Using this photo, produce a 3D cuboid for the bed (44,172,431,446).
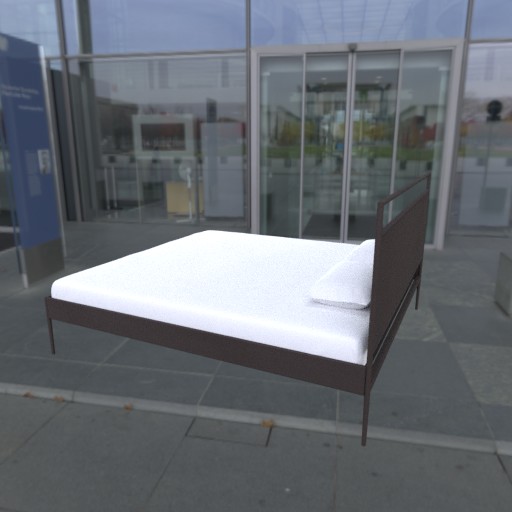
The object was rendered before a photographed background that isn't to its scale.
[{"bbox_3d":[0.000,0.000,3.290,2.151,1.173,1.993,7,16,25],"label":"bed"}]
